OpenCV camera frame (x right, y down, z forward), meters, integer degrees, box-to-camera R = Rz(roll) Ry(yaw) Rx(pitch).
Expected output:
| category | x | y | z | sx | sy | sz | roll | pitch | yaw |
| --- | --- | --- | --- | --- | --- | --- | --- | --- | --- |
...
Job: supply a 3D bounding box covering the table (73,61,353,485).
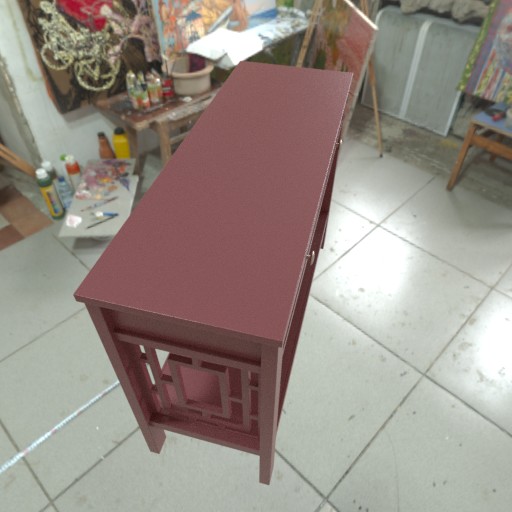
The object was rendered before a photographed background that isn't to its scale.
| category | x | y | z | sx | sy | sz | roll | pitch | yaw |
| --- | --- | --- | --- | --- | --- | --- | --- | --- | --- |
| table | 0.000 | 0.000 | 1.390 | 0.397 | 0.753 | 1.068 | 11 | 47 | 10 |
